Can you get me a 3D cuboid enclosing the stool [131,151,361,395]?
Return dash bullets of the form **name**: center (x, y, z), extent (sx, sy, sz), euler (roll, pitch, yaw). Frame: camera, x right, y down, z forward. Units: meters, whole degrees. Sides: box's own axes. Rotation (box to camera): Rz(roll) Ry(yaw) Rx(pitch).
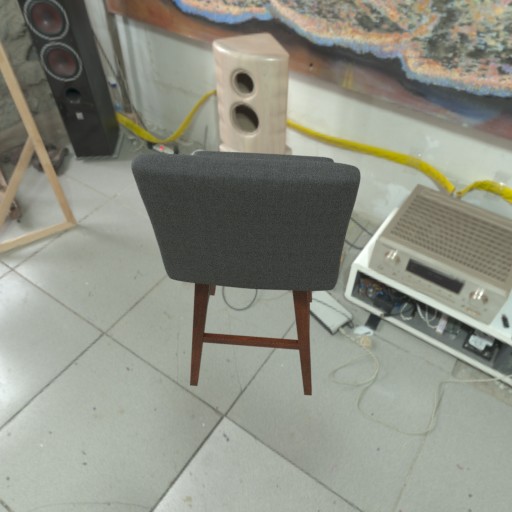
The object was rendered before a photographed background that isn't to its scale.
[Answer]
- **stool**: center (0.000, 0.000, 1.274), extent (0.447, 0.977, 0.524), euler (4, 47, 3)
